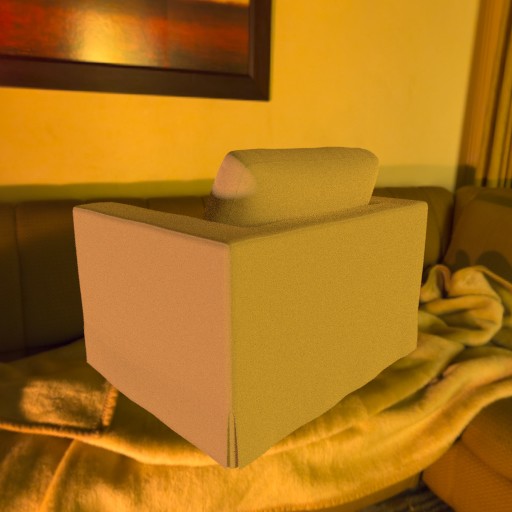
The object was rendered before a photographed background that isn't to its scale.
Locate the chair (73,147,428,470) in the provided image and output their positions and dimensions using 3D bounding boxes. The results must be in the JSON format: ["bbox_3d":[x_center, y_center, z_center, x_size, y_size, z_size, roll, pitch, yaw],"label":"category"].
[{"bbox_3d":[0.000,0.000,1.832,1.150,0.878,0.957,-14,20,-43],"label":"chair"}]
